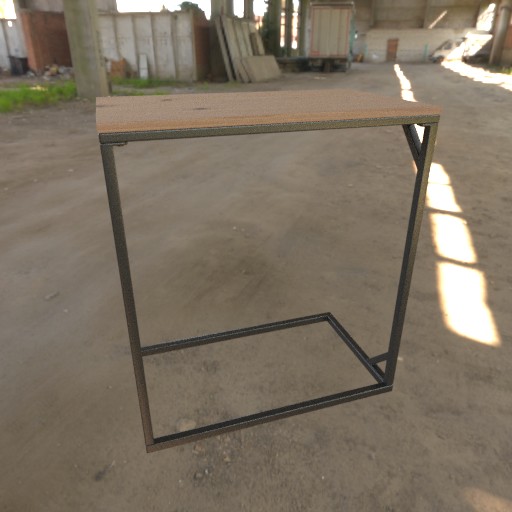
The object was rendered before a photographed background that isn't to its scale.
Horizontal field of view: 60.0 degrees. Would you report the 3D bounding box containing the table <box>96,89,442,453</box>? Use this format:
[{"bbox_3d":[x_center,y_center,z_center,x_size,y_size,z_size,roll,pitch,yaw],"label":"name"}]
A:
[{"bbox_3d":[0.000,0.000,1.016,0.597,0.673,0.351,-8,27,-16],"label":"table"}]
